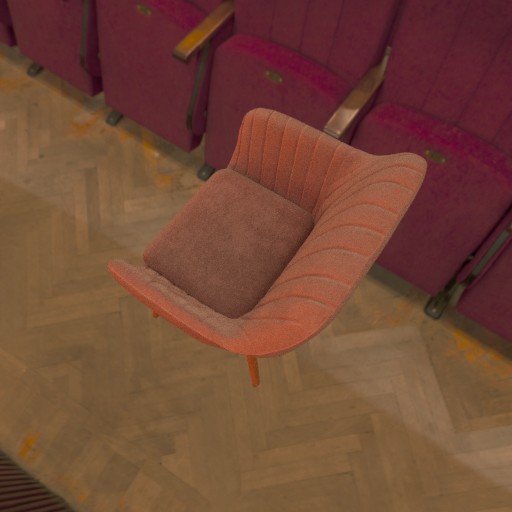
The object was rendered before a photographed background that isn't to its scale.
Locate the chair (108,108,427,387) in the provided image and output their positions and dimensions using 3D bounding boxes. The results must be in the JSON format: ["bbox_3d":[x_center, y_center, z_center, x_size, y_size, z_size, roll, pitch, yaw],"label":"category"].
[{"bbox_3d":[0.000,0.000,1.221,0.570,0.832,0.610,32,69,14],"label":"chair"}]
